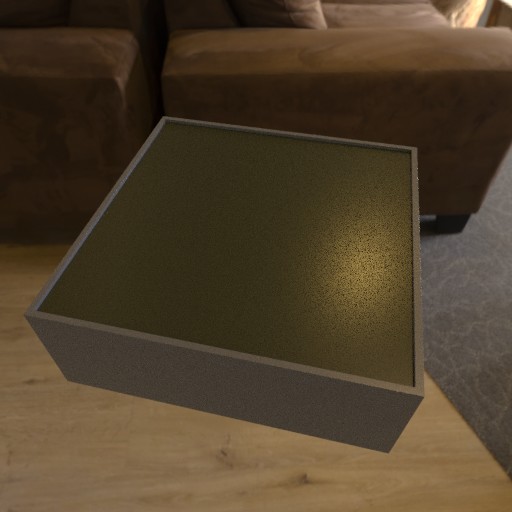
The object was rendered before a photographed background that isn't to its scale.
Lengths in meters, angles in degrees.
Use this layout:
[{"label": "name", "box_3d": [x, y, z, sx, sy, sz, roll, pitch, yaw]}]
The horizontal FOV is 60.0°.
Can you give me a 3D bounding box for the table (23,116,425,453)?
[{"label": "table", "box_3d": [0.000, 0.000, 1.227, 0.801, 0.299, 0.801, 10, 48, 9]}]
